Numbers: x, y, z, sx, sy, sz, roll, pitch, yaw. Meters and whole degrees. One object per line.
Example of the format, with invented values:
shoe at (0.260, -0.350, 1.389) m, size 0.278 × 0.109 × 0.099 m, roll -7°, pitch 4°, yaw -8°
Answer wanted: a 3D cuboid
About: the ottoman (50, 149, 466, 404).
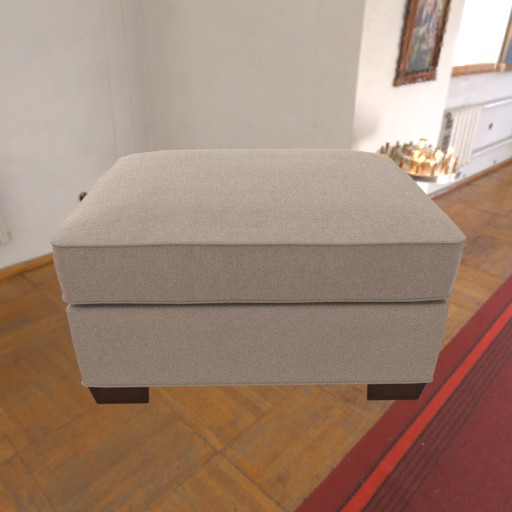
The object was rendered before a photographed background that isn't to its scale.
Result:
ottoman at (0.000, 0.000, 1.227) m, size 0.846 × 0.503 × 0.617 m, roll 0°, pitch 29°, yaw -1°
